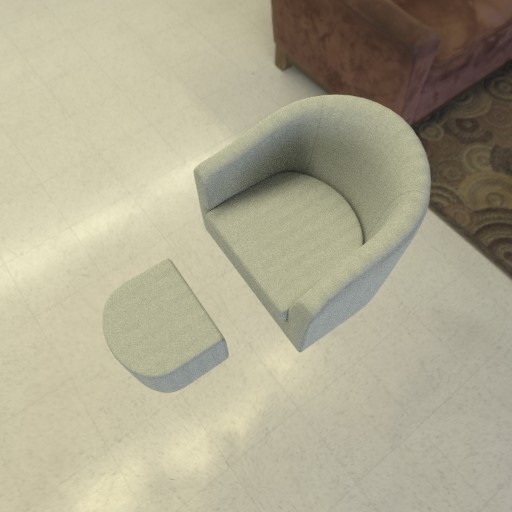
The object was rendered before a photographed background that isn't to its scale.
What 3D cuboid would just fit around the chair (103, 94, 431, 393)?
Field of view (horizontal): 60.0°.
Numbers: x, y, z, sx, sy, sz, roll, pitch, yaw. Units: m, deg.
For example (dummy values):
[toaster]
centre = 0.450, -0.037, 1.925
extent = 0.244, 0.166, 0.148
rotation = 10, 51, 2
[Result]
[chair]
centre = 0.000, 0.000, 1.747
extent = 1.288, 0.757, 0.756
rotation = -32, 67, -16
